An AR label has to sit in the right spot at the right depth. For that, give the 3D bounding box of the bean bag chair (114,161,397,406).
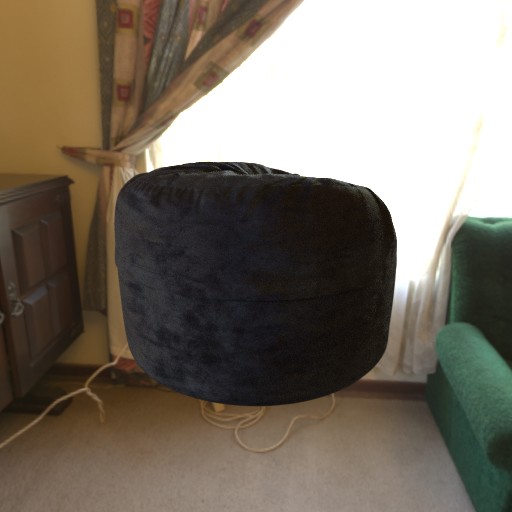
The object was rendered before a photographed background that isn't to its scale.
[{"bbox_3d":[0.000,0.000,1.509,0.918,0.616,0.918,0,17,0],"label":"bean bag chair"}]
